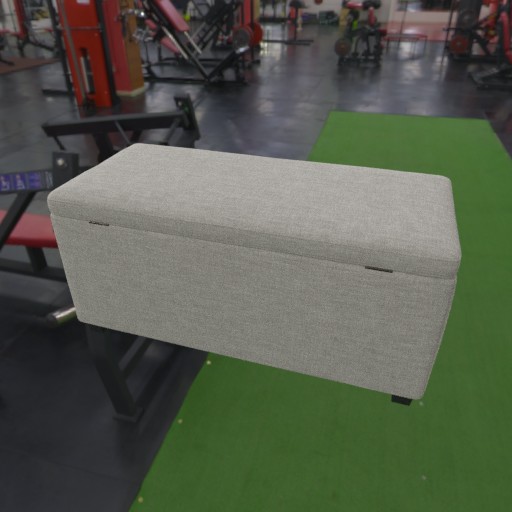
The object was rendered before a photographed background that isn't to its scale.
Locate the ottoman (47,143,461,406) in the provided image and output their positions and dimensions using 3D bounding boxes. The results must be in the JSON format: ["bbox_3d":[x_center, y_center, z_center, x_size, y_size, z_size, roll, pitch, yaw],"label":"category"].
[{"bbox_3d":[0.000,0.000,1.141,0.902,0.432,0.419,10,33,15],"label":"ottoman"}]
